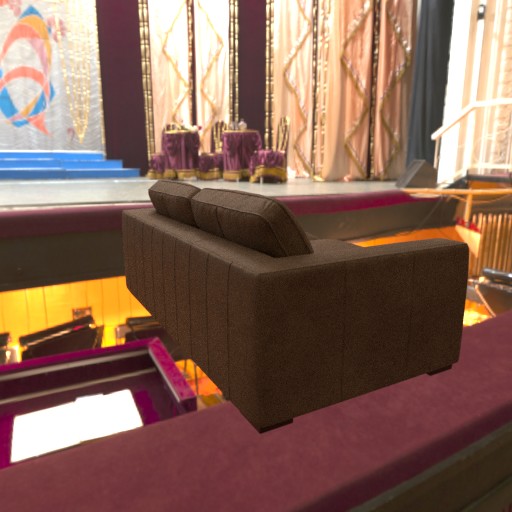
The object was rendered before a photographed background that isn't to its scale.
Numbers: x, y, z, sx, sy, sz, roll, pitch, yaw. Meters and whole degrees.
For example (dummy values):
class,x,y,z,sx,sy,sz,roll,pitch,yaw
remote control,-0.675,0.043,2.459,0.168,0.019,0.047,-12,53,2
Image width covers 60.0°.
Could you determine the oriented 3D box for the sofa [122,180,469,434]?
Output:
class,x,y,z,sx,sy,sz,roll,pitch,yaw
sofa,0.000,0.000,2.470,1.070,0.800,1.920,-7,15,-28
